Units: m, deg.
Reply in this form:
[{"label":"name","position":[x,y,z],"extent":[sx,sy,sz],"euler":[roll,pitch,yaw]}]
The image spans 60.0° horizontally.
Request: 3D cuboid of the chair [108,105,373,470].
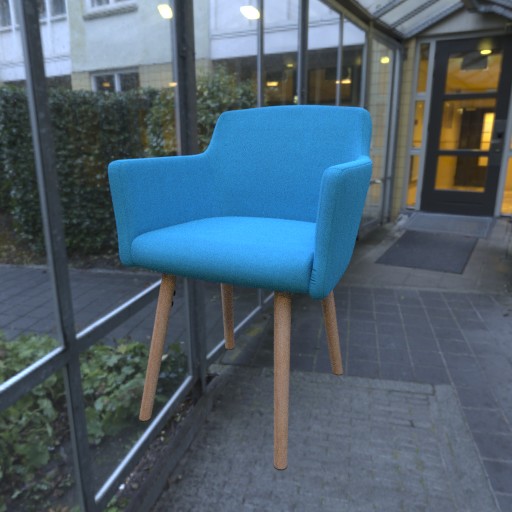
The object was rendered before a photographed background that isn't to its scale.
[{"label":"chair","position":[0.000,0.000,1.167],"extent":[0.570,0.780,0.540],"euler":[7,17,25]}]
